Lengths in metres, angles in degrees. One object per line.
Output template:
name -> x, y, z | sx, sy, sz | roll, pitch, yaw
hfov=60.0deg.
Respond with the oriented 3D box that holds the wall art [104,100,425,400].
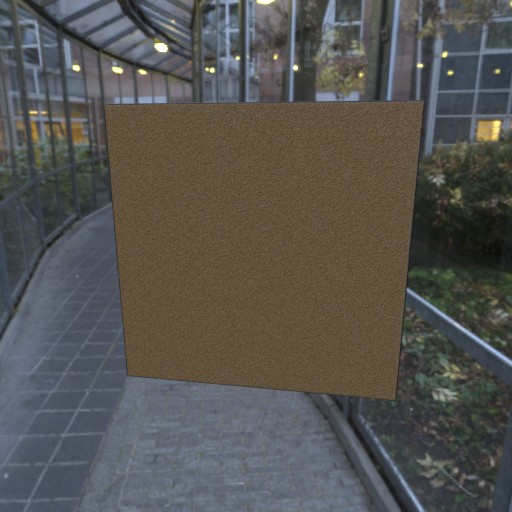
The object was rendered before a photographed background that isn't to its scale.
wall art -> 0.000, 0.000, 0.690 | 0.456, 0.453, 0.022 | 3, 16, 9
